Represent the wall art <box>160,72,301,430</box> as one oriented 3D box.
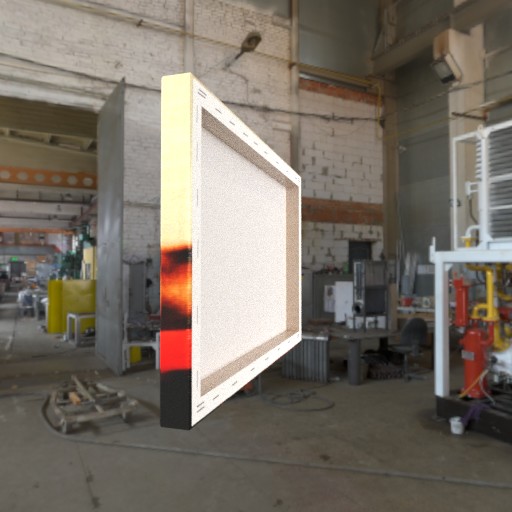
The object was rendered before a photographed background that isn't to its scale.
[{"bbox_3d":[0.000,0.000,0.794,0.040,0.402,0.613,0,-1,17],"label":"wall art"}]
